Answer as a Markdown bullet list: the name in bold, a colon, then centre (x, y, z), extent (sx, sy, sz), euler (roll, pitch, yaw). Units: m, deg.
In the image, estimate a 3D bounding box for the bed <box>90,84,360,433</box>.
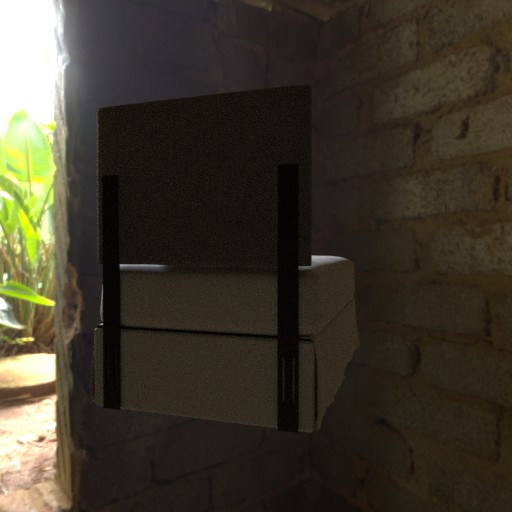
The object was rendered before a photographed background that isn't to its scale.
- **bed**: centre (0.000, 0.000, 3.082), extent (1.261, 1.571, 1.997), euler (0, 1, 18)
